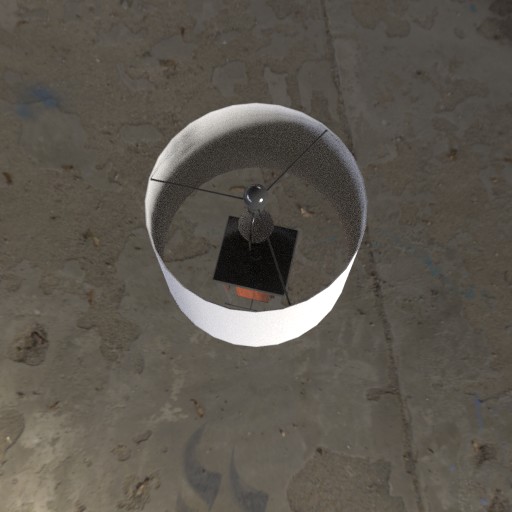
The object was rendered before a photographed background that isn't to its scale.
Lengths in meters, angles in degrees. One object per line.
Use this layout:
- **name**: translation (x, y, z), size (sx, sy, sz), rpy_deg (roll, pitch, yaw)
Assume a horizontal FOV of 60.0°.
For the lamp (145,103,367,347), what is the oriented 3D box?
- **lamp**: translation (0.000, 0.000, 0.790), size (0.320, 0.591, 0.320), rpy_deg (0, 76, 0)
